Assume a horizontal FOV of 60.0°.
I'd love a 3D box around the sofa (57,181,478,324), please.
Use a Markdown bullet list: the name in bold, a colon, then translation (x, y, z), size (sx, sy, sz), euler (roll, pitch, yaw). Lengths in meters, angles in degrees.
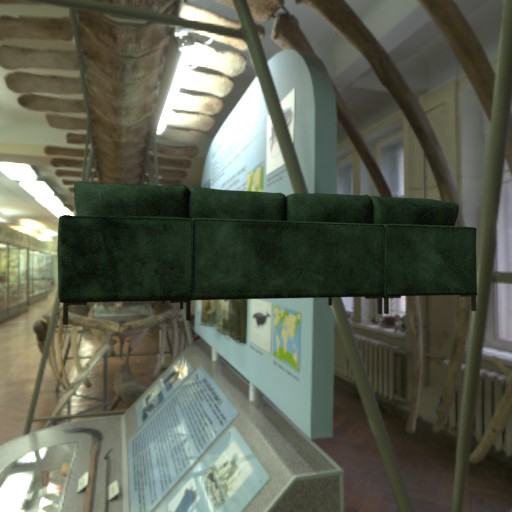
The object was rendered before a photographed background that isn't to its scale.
- **sofa**: translation (0.000, 0.000, 3.860), size (2.994, 0.861, 1.992), euler (1, -2, -17)
